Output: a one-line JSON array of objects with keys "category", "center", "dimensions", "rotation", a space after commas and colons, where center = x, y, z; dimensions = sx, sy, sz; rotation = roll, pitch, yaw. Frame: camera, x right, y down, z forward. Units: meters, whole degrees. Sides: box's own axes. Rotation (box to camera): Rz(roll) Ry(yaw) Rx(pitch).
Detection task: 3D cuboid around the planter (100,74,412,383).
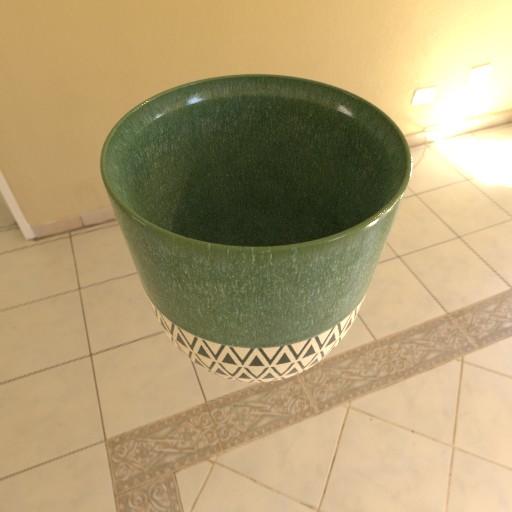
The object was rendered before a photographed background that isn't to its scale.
[{"category": "planter", "center": [0.000, 0.000, 0.361], "dimensions": [0.195, 0.214, 0.195], "rotation": [0, 47, 0]}]
